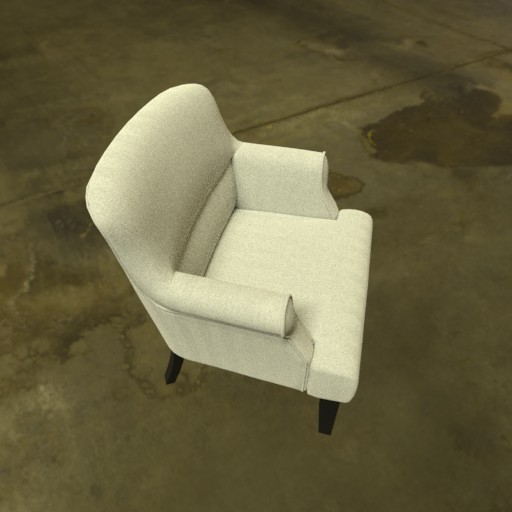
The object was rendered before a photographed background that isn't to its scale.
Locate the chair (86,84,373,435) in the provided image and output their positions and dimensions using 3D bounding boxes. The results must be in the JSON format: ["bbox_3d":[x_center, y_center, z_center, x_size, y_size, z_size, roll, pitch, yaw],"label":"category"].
[{"bbox_3d":[0.000,0.000,1.461,0.750,0.875,0.781,10,46,10],"label":"chair"}]
